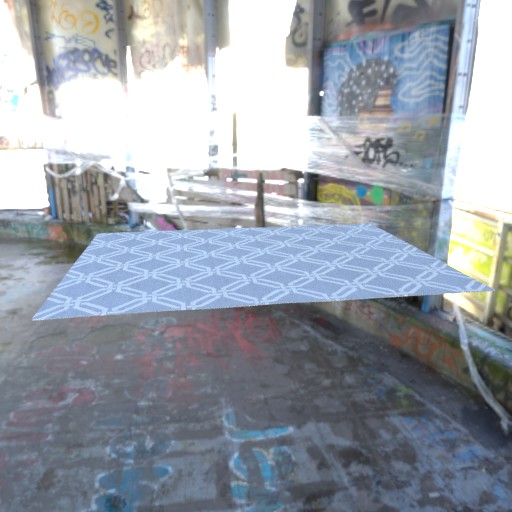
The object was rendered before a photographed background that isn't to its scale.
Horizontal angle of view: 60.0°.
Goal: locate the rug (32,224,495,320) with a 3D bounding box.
[{"bbox_3d":[0.000,0.000,2.715,2.133,0.013,1.522,-3,17,-9],"label":"rug"}]
